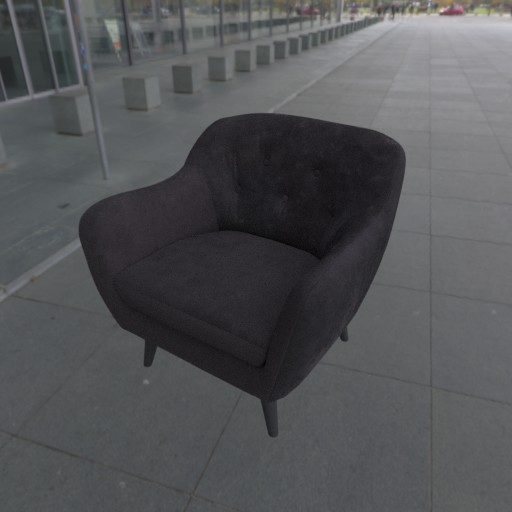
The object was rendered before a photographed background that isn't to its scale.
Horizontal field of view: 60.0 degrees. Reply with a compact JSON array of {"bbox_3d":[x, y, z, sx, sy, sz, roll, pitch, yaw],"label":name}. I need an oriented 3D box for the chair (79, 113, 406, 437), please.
[{"bbox_3d":[0.000,0.000,1.541,0.840,0.807,0.819,18,34,29],"label":"chair"}]
